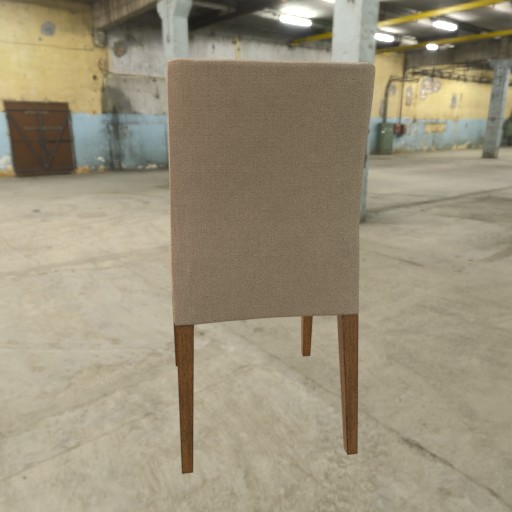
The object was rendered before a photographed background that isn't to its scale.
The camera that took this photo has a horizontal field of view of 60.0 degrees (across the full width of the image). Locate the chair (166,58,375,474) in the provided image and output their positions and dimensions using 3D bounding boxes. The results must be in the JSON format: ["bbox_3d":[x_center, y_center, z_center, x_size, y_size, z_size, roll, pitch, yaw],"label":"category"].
[{"bbox_3d":[0.000,0.000,1.236,0.496,0.940,0.585,-2,16,-9],"label":"chair"}]
